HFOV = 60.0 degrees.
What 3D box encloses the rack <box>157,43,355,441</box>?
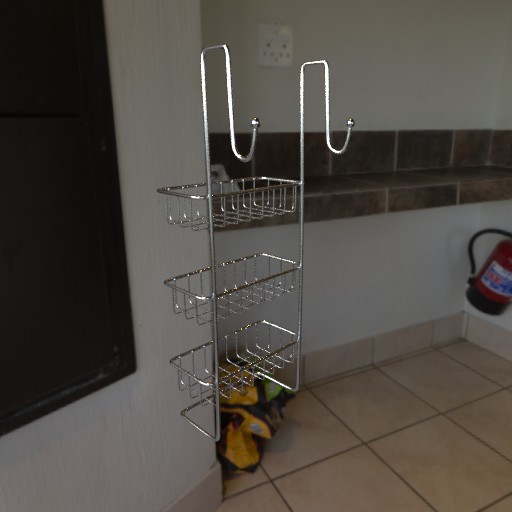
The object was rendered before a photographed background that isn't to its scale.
[{"bbox_3d":[0.000,0.000,0.691,0.202,0.574,0.228,16,23,43],"label":"rack"}]
